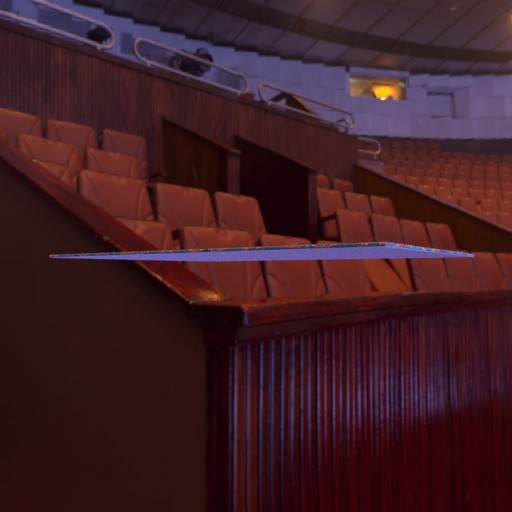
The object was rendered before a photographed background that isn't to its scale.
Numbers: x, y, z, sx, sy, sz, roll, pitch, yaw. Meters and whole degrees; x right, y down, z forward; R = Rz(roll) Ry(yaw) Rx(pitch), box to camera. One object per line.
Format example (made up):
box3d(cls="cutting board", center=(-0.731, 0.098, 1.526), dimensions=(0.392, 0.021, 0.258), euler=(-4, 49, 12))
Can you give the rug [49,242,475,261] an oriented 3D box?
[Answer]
box3d(cls="rug", center=(0.000, 0.000, 2.286), dimensions=(1.836, 0.014, 1.216), euler=(-1, -2, 37))
